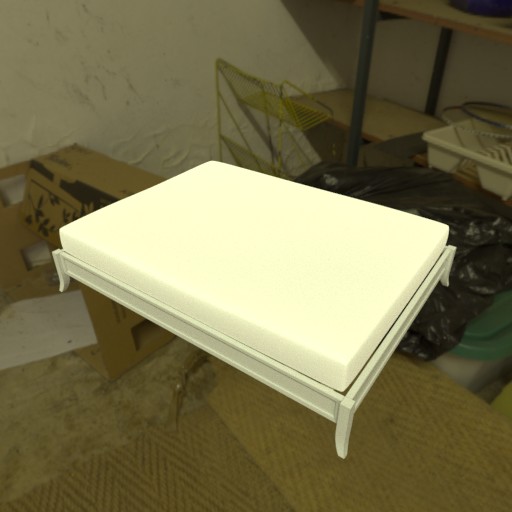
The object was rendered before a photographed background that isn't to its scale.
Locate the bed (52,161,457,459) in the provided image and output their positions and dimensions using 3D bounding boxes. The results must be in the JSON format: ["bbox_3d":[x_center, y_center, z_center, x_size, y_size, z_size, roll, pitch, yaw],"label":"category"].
[{"bbox_3d":[0.000,0.000,2.878,2.108,0.510,1.604,21,38,30],"label":"bed"}]
